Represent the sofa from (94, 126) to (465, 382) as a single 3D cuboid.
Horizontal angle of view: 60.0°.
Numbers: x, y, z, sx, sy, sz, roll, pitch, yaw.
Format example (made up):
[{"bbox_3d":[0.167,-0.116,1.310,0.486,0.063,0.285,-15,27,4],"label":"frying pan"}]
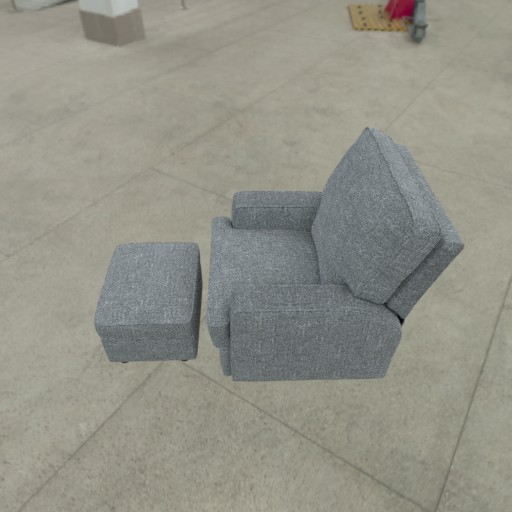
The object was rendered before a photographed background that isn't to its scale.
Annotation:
[{"bbox_3d":[0.000,0.000,2.071,1.472,0.959,0.861,-1,42,-2],"label":"sofa"}]
